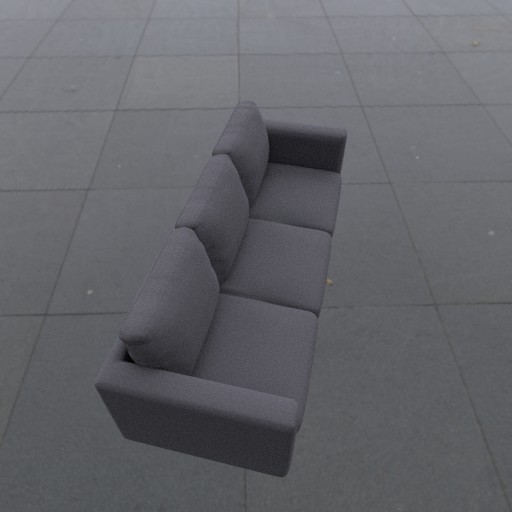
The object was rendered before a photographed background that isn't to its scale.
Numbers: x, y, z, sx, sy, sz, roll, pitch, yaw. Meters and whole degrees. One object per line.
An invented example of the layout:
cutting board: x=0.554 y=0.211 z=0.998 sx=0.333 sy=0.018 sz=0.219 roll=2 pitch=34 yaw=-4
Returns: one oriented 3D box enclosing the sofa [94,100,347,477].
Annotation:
sofa: x=0.000 y=0.000 z=2.452 sx=0.802 sy=0.912 sz=2.029 roll=10 pitch=48 yaw=9
